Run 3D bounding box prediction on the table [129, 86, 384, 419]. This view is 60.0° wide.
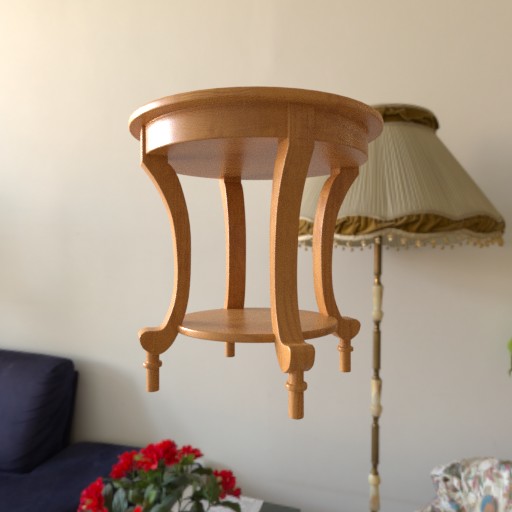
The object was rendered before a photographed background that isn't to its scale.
[{"bbox_3d":[0.000,0.000,1.086,0.597,0.612,0.597,0,1,0],"label":"table"}]
